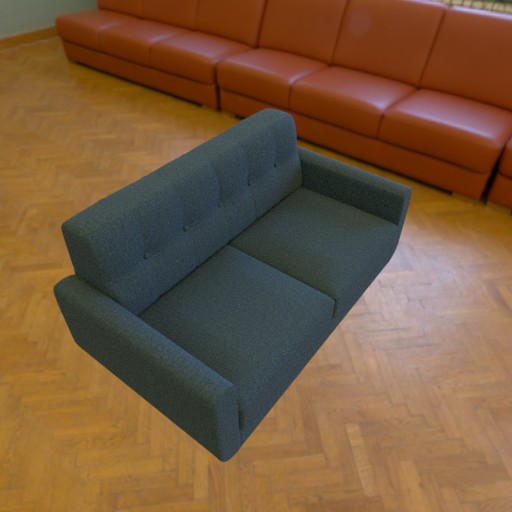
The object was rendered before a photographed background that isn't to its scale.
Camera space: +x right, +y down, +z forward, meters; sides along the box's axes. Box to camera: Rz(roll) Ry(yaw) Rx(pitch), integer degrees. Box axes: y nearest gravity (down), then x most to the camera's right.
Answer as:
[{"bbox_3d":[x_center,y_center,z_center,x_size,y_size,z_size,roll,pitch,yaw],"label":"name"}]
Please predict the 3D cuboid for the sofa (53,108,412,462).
[{"bbox_3d":[0.000,0.000,2.243,0.942,0.896,1.651,27,48,27],"label":"sofa"}]
